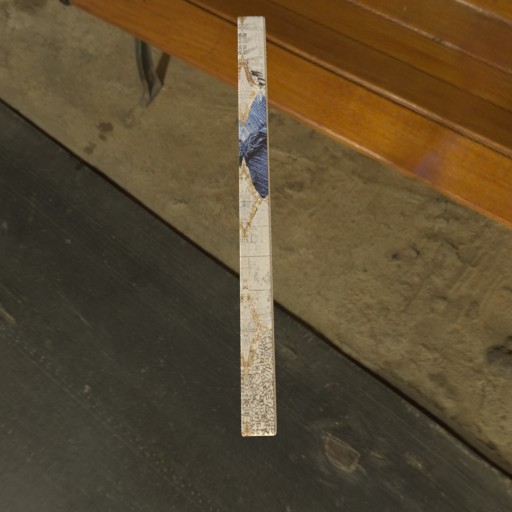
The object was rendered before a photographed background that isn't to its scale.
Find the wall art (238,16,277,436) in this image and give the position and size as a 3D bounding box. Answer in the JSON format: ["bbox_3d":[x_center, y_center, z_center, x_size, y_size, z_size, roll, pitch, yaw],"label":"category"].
[{"bbox_3d":[0.000,0.000,0.749,0.038,0.508,0.507,-1,75,0],"label":"wall art"}]
